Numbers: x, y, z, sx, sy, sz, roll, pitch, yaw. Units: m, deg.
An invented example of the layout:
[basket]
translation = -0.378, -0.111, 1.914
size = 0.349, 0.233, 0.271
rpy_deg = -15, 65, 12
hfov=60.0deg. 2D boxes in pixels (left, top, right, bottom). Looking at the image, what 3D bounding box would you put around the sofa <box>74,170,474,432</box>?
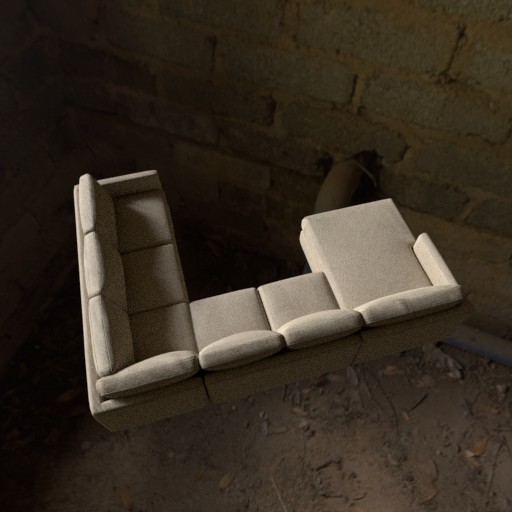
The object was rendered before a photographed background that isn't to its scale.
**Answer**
[sofa]
translation = 0.000, 0.000, 4.641
size = 3.460, 0.959, 2.593
rpy_deg = -13, 57, -9
